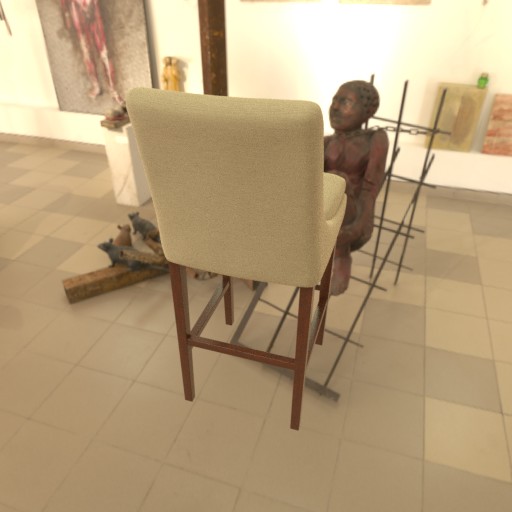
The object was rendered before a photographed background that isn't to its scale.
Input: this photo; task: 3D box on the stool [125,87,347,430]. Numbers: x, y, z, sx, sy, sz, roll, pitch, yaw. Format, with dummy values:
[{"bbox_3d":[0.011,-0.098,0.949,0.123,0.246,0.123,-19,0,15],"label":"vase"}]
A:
[{"bbox_3d":[0.000,0.000,1.370,0.470,1.078,0.577,10,35,15],"label":"stool"}]
